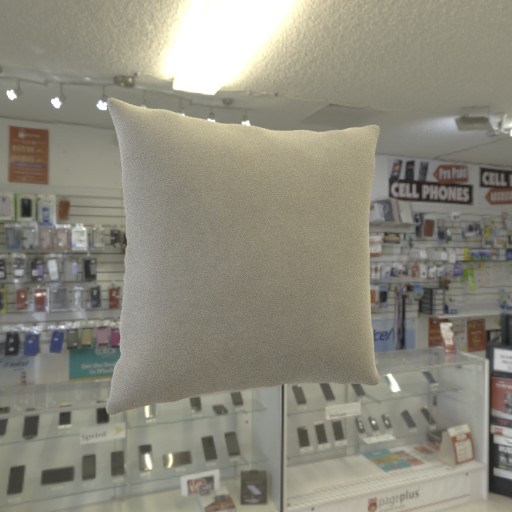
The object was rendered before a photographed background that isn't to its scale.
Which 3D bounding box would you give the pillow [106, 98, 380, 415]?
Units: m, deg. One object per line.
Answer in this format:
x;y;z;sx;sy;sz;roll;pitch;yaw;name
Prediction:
0.000;0.000;0.673;0.433;0.434;0.196;0;0;-19;pillow
